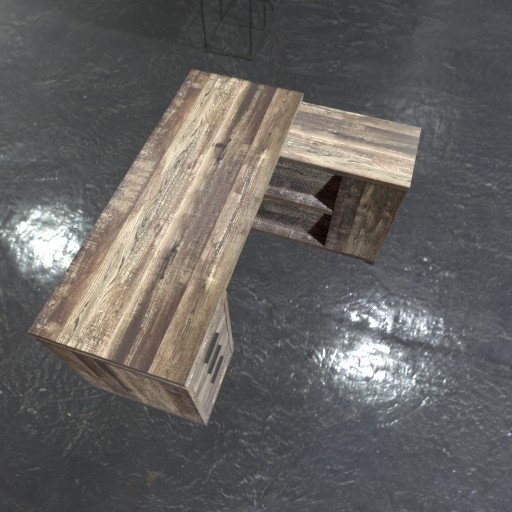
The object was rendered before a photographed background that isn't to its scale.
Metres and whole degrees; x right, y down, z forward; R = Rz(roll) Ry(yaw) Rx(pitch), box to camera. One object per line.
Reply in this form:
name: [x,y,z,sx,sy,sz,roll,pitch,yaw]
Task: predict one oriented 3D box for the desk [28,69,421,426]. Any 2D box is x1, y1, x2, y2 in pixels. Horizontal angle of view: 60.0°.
desk: [0.000,0.000,2.166,1.200,0.753,1.524,16,60,9]
